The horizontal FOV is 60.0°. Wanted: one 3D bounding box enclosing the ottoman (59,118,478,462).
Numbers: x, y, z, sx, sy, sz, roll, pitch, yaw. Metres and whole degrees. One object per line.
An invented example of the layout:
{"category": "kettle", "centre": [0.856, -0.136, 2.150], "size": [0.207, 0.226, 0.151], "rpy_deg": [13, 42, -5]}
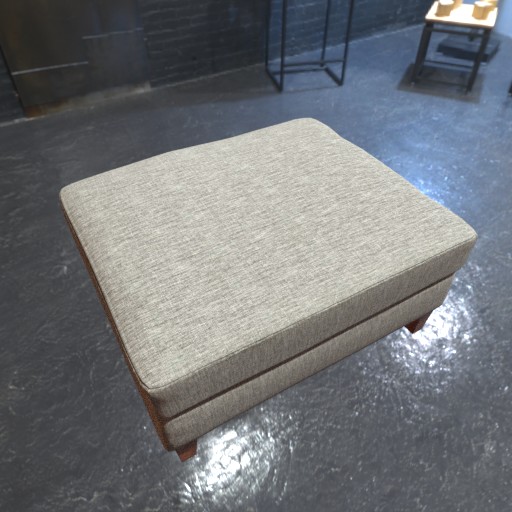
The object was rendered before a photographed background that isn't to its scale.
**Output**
{"category": "ottoman", "centre": [0.000, 0.000, 1.441], "size": [0.994, 0.492, 0.839], "rpy_deg": [-22, 48, -21]}
